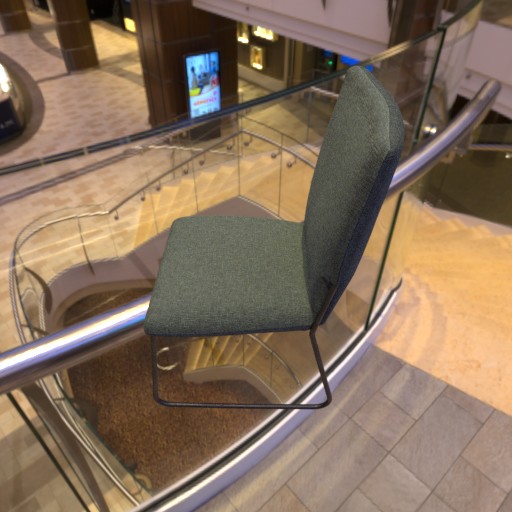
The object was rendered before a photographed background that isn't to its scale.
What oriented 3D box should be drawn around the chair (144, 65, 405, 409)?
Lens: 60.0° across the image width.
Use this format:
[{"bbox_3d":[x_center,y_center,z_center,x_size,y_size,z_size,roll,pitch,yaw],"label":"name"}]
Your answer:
[{"bbox_3d":[0.000,0.000,1.274,0.635,0.931,0.480,1,42,1],"label":"chair"}]
